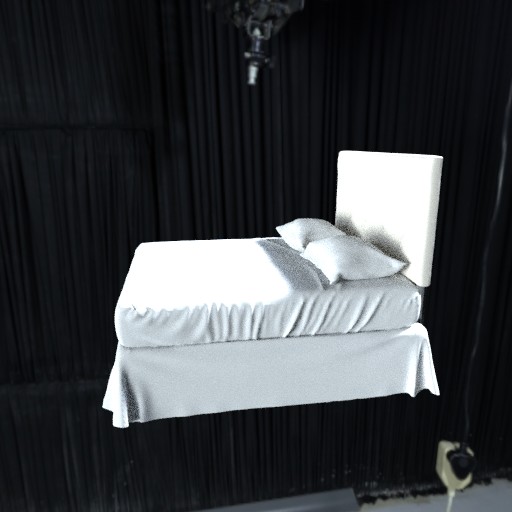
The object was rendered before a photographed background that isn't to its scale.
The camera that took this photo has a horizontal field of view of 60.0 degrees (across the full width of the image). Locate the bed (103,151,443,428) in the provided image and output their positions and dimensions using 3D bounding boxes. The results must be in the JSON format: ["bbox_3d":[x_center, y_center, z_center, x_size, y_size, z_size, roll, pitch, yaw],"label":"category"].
[{"bbox_3d":[0.000,0.000,3.489,2.222,1.577,1.936,-2,15,-9],"label":"bed"}]
